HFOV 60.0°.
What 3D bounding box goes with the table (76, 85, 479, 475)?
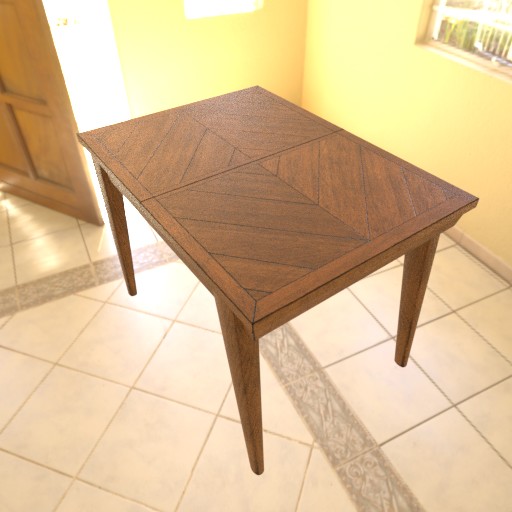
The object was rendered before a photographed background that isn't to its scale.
[{"bbox_3d":[0.000,0.000,1.601,0.757,0.760,1.027,-25,47,-26],"label":"table"}]
